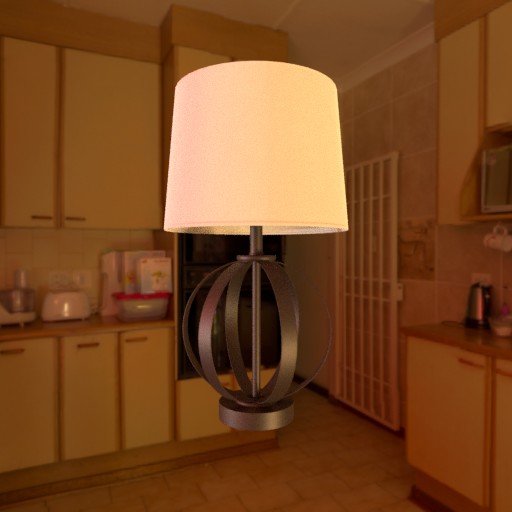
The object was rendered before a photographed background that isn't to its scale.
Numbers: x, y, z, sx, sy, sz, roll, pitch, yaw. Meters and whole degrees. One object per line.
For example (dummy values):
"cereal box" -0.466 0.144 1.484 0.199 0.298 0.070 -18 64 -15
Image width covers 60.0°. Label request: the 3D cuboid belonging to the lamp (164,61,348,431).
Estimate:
"lamp" 0.000 0.000 0.704 0.286 0.510 0.286 0 0 0
